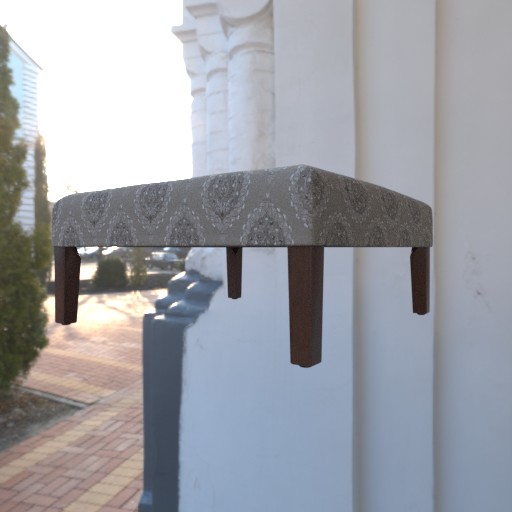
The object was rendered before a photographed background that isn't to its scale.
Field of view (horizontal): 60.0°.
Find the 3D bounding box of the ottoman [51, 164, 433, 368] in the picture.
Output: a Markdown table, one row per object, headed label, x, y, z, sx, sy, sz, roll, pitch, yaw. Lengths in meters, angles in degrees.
| label | x | y | z | sx | sy | sz | roll | pitch | yaw |
| --- | --- | --- | --- | --- | --- | --- | --- | --- | --- |
| ottoman | 0.000 | 0.000 | 1.436 | 0.889 | 0.411 | 0.890 | 1 | 1 | 35 |
